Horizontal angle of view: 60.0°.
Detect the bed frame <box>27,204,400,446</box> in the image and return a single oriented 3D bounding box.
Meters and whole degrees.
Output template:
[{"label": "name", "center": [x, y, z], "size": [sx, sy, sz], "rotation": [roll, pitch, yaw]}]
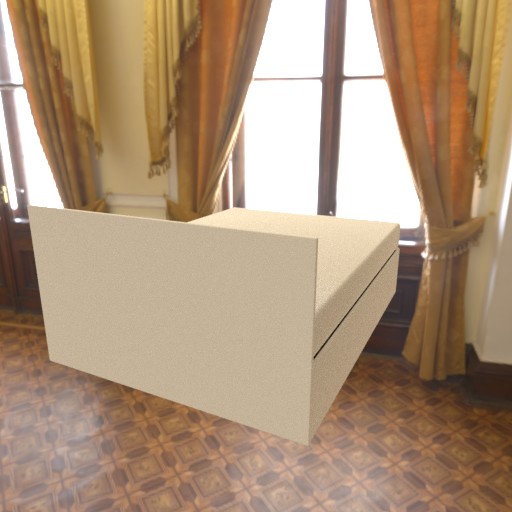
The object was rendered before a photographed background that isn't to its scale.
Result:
[{"label": "bed frame", "center": [0.000, 0.000, 2.662], "size": [1.400, 0.800, 1.900], "rotation": [8, 18, 26]}]
